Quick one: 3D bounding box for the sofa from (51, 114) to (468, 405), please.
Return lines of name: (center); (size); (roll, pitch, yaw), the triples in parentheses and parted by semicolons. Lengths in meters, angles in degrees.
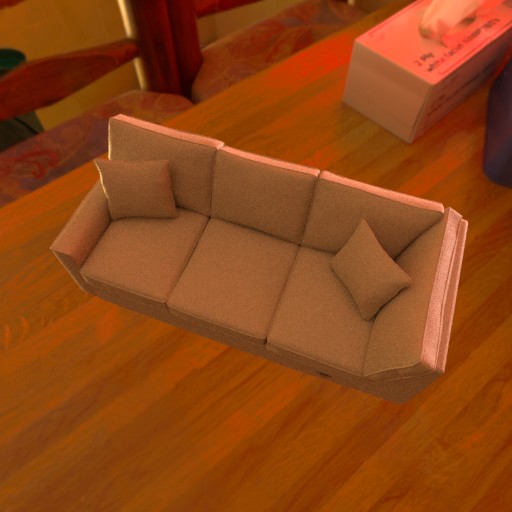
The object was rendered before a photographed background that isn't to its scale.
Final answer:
sofa: (0.000, 0.000, 2.824); (2.317, 0.962, 1.061); (18, 61, 10)
